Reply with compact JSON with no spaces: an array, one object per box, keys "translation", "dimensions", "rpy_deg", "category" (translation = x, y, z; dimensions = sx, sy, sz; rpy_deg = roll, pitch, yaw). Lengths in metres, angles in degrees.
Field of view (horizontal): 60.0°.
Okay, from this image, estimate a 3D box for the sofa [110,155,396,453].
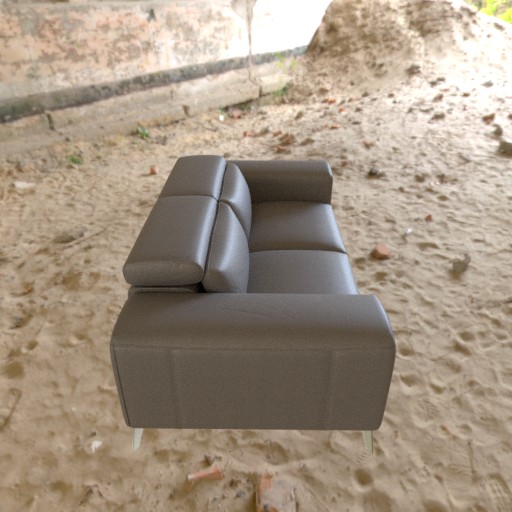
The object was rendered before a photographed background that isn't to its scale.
[{"translation":[0.000,0.000,2.432],"dimensions":[1.024,0.753,1.930],"rpy_deg":[0,31,1],"category":"sofa"}]
